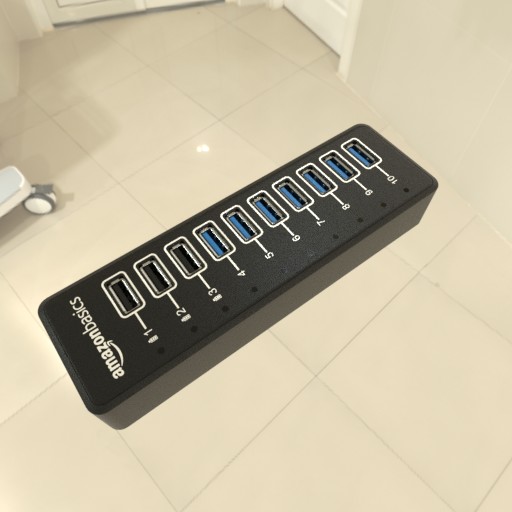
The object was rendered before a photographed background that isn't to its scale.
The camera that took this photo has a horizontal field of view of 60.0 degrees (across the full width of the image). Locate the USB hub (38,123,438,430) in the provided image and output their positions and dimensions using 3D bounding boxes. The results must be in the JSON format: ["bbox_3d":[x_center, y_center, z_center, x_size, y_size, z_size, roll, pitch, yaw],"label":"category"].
[{"bbox_3d":[0.000,0.000,0.164,0.145,0.023,0.044,-32,63,-18],"label":"USB hub"}]
